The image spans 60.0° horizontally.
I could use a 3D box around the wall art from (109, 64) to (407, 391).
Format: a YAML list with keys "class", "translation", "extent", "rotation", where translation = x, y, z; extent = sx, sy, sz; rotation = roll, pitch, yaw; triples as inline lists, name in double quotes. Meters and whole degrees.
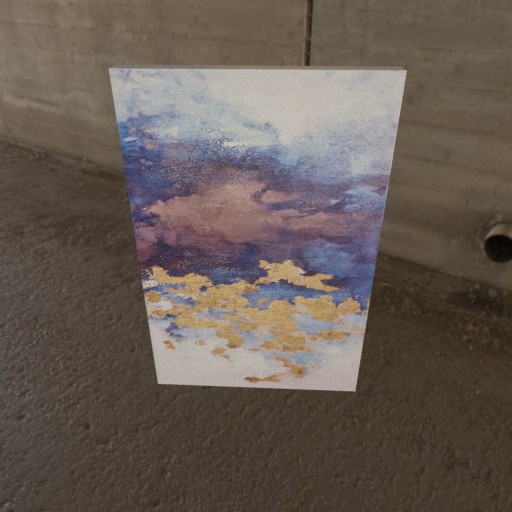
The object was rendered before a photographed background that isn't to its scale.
- class: "wall art"
  translation: [0.000, 0.000, 1.107]
  extent: [0.583, 0.874, 0.048]
  rotation: [1, 31, 2]
